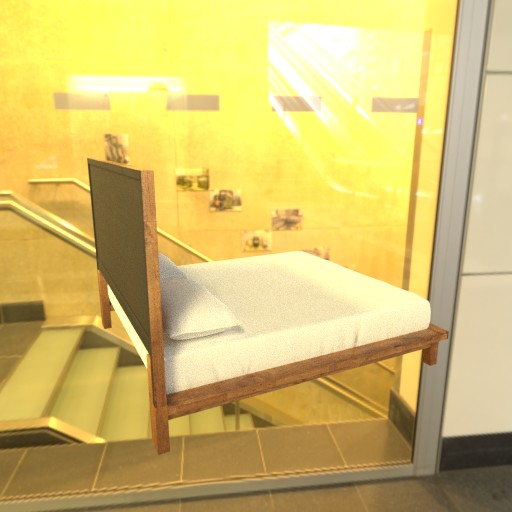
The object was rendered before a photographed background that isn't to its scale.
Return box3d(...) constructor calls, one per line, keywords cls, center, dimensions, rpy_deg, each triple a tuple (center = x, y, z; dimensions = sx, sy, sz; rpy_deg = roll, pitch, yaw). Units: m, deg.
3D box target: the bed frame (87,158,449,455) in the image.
box3d(cls="bed frame", center=(0.000, 0.000, 3.614), dimensions=(2.235, 1.537, 2.038), rpy_deg=(-7, 16, -26))
